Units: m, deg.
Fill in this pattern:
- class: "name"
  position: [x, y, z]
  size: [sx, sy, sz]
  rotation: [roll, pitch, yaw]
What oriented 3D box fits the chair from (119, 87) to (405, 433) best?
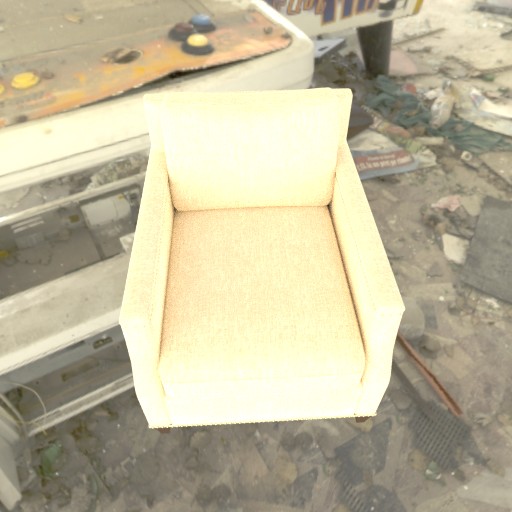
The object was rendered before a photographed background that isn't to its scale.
- class: "chair"
  position: [0.000, 0.000, 1.708]
  size: [0.838, 0.940, 1.041]
  rotation: [-2, 47, -2]
